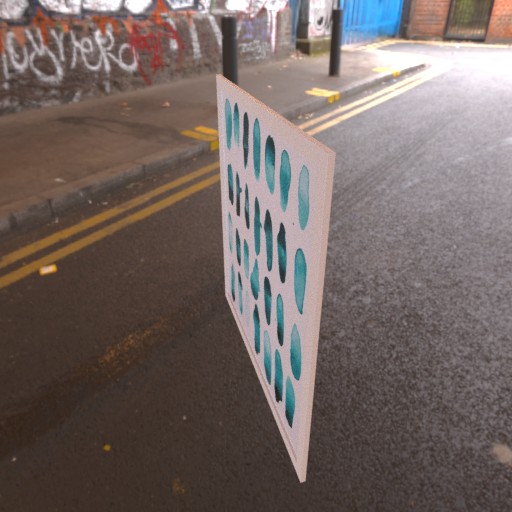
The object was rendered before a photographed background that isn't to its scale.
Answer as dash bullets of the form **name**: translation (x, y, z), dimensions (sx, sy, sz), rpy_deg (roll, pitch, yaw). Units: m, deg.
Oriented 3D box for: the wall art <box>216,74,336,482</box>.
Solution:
- **wall art**: translation (0.000, 0.000, 1.205), dimensions (0.013, 0.813, 0.812), rpy_deg (-8, 31, -14)
